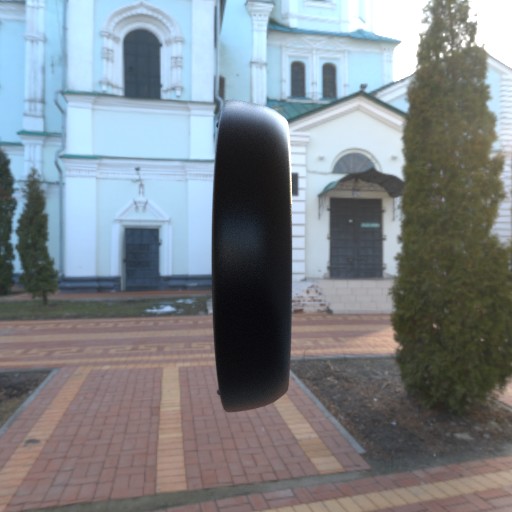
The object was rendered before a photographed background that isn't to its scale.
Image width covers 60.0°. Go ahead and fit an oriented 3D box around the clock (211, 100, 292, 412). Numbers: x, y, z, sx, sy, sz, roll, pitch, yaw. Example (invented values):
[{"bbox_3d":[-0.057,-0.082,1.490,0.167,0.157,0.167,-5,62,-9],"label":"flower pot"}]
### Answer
[{"bbox_3d":[0.000,0.000,0.450,0.060,0.300,0.300,0,-1,2],"label":"clock"}]
